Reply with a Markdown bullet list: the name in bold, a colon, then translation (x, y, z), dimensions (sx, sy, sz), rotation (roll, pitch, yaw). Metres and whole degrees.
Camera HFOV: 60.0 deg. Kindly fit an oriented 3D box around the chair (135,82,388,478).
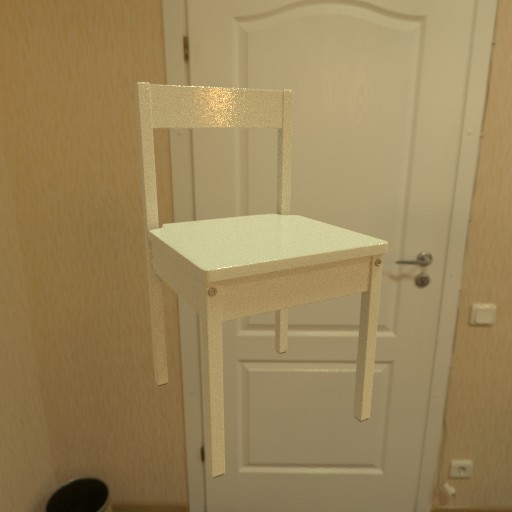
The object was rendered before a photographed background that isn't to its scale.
- **chair**: translation (0.000, 0.000, 0.896), dimensions (0.367, 0.668, 0.361), rotation (-8, 18, -27)
